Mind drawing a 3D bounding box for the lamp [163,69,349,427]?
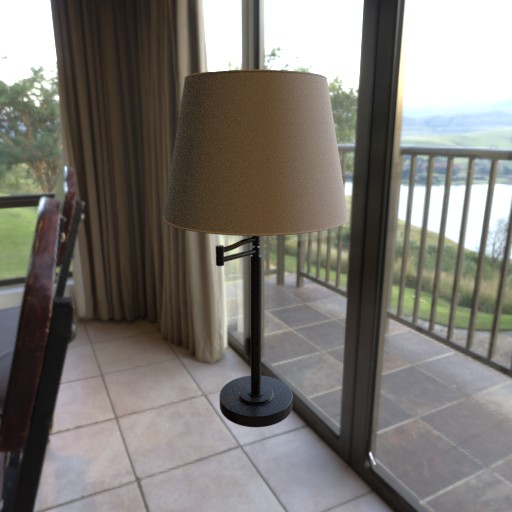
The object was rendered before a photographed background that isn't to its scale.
[{"bbox_3d":[0.000,0.000,0.907,0.363,0.696,0.363,0,16,0],"label":"lamp"}]
